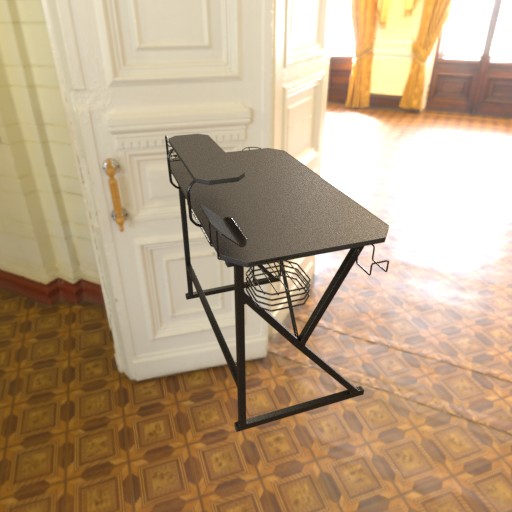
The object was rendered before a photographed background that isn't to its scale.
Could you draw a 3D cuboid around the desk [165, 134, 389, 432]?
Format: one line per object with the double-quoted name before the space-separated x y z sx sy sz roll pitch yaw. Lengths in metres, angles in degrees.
"desk" 0.000 0.000 1.783 0.580 0.880 1.290 -10 32 -17
